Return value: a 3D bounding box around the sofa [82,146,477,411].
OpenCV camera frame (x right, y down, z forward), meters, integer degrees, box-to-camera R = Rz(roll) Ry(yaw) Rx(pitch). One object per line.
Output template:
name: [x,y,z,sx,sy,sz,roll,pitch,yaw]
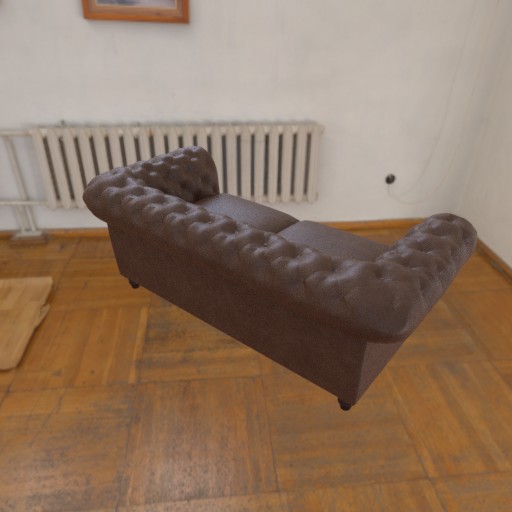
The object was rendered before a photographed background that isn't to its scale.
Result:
sofa: [0.000,0.000,2.520,2.048,0.784,0.955,23,37,33]
